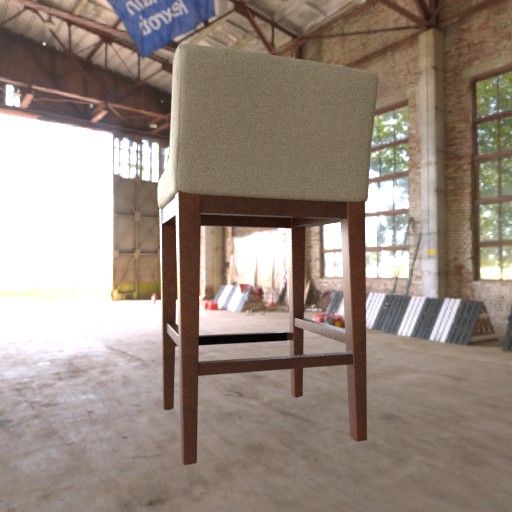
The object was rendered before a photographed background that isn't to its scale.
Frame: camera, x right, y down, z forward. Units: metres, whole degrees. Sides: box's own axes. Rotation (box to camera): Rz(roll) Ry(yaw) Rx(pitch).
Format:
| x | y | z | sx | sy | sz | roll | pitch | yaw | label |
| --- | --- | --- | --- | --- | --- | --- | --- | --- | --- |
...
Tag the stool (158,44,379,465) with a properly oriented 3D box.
| x | y | z | sx | sy | sz | roll | pitch | yaw | label |
| --- | --- | --- | --- | --- | --- | --- | --- | --- | --- |
| 0.000 | 0.000 | 1.243 | 0.511 | 0.937 | 0.500 | 0 | -2 | -18 | stool |
